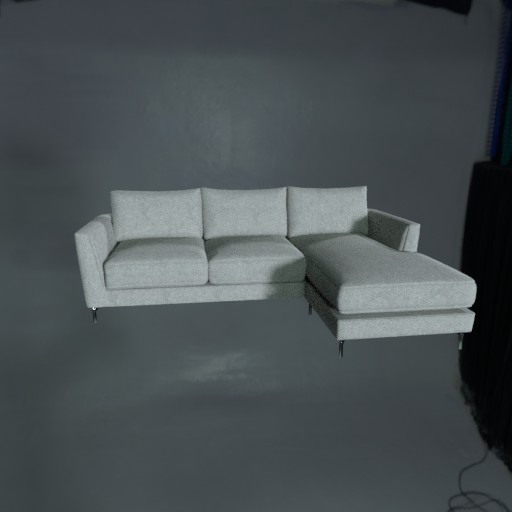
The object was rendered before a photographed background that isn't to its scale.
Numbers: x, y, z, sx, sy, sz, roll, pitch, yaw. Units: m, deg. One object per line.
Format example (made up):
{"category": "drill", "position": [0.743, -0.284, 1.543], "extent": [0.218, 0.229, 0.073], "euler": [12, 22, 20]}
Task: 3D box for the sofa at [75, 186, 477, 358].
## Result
{"category": "sofa", "position": [0.000, 0.000, 3.158], "extent": [2.438, 0.864, 1.626], "euler": [-2, 14, -8]}
